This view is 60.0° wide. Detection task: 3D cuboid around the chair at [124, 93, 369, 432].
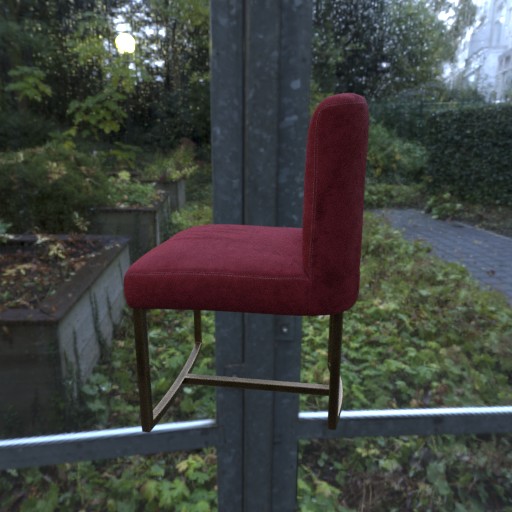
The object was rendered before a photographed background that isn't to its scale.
[{"bbox_3d":[0.000,0.000,1.228,0.560,0.824,0.530,2,15,9],"label":"chair"}]
